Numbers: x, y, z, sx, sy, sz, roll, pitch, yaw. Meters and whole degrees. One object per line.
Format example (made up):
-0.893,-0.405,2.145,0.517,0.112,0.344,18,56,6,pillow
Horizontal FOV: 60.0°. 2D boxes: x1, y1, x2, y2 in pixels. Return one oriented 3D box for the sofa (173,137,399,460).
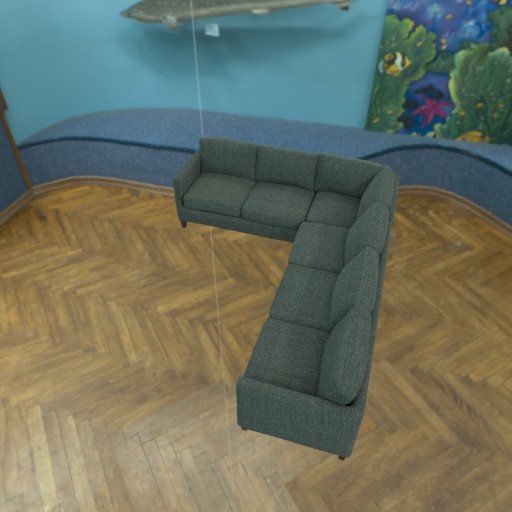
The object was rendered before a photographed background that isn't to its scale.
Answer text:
0.000,0.000,4.569,2.593,0.947,3.302,12,43,13,sofa
